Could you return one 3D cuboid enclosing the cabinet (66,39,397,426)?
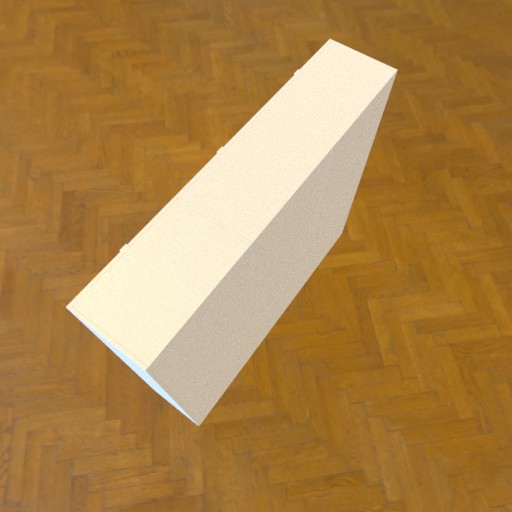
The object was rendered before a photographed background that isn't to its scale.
[{"bbox_3d":[0.000,0.000,3.865,0.590,2.370,2.700,33,67,16],"label":"cabinet"}]
